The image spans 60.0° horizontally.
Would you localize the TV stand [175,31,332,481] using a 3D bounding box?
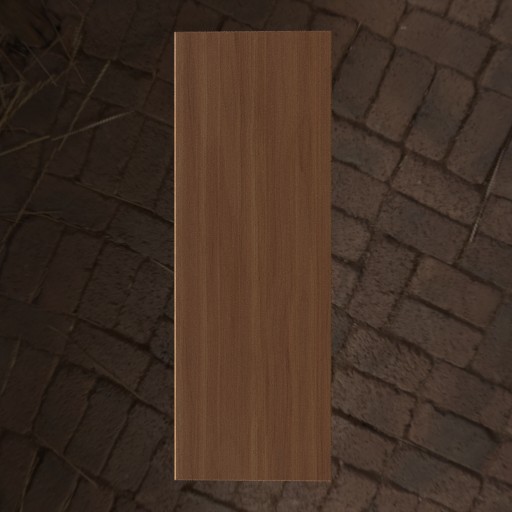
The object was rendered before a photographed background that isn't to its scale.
[{"bbox_3d":[0.000,0.000,1.459,0.417,0.607,1.181,0,90,1],"label":"TV stand"}]
